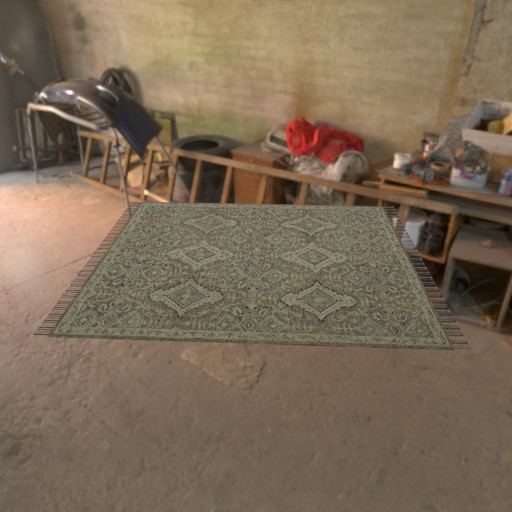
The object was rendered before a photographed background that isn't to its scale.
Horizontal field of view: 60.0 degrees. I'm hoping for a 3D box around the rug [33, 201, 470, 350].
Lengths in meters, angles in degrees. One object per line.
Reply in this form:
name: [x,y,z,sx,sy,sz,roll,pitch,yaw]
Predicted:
rug: [0.000,0.000,4.137,3.056,0.010,2.437,1,30,2]
